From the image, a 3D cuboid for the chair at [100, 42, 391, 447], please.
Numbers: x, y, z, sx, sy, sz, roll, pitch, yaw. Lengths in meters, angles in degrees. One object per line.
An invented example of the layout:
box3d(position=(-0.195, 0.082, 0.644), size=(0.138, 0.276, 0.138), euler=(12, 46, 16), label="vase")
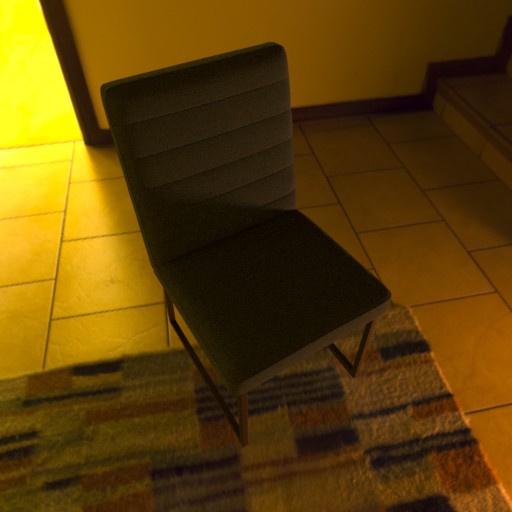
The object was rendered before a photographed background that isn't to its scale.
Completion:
box3d(position=(0.000, 0.000, 1.290), size=(0.520, 0.930, 0.634), euler=(-24, 51, -21), label="chair")
